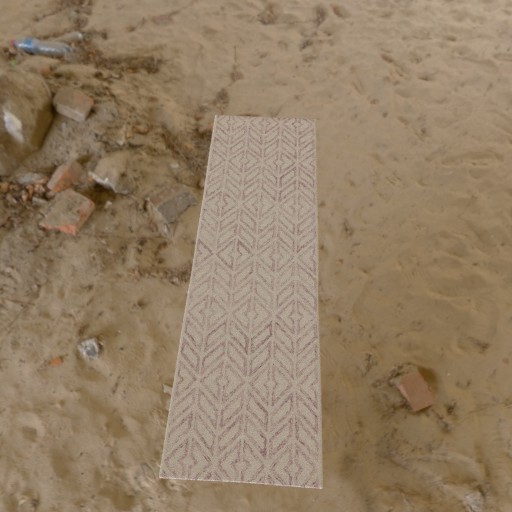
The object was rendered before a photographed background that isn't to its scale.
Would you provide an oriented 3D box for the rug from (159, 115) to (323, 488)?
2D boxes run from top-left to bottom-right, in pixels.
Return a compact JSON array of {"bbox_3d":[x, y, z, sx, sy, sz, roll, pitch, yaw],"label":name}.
[{"bbox_3d":[0.000,0.000,2.656,0.750,0.009,2.435,3,58,2],"label":"rug"}]
